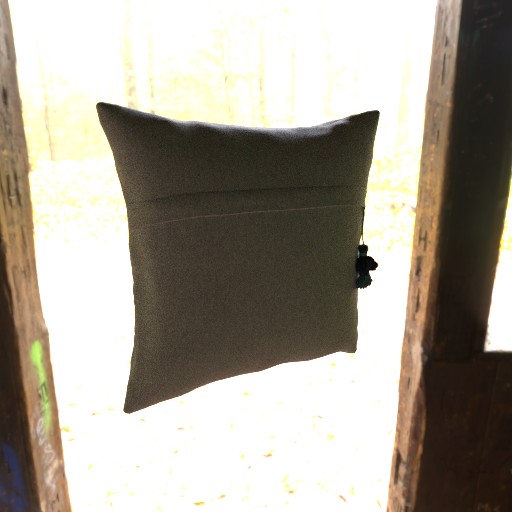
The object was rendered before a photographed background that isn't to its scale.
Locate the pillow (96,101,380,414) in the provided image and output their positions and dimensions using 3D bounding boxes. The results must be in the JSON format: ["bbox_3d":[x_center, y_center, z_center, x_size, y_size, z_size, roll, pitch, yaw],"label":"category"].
[{"bbox_3d":[0.000,0.000,0.682,0.433,0.436,0.173,-8,17,-26],"label":"pillow"}]
